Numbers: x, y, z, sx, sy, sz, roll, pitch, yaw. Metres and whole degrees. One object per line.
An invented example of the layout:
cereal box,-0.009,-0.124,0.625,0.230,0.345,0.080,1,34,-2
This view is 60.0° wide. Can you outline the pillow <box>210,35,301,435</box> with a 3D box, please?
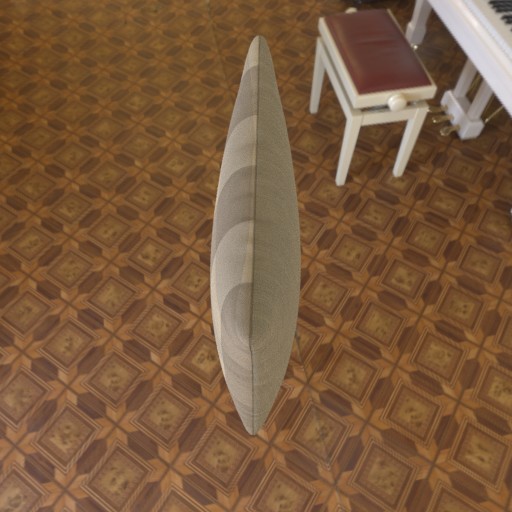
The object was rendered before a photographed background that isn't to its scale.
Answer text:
pillow,0.000,0.000,0.781,0.161,0.509,0.511,1,58,1
